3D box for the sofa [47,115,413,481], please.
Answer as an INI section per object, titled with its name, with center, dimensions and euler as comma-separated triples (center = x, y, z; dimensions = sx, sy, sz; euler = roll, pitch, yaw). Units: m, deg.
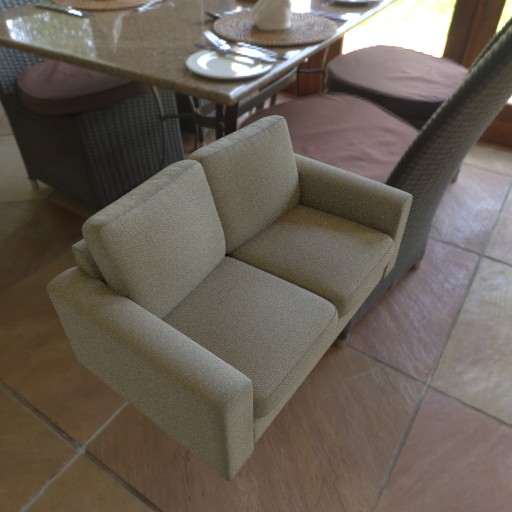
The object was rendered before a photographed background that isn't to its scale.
[sofa]
center = 0.000, 0.000, 2.198
dimensions = 1.016, 0.873, 1.616
euler = 26, 47, 27
